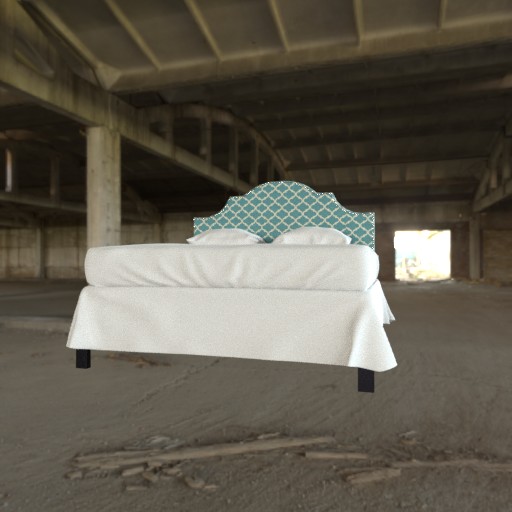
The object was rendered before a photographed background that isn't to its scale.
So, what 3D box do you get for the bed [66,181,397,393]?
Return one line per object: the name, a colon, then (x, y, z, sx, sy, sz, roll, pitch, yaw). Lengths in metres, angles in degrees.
bed: (0.000, 0.000, 3.808, 2.314, 1.601, 2.222, 0, 0, 17)
